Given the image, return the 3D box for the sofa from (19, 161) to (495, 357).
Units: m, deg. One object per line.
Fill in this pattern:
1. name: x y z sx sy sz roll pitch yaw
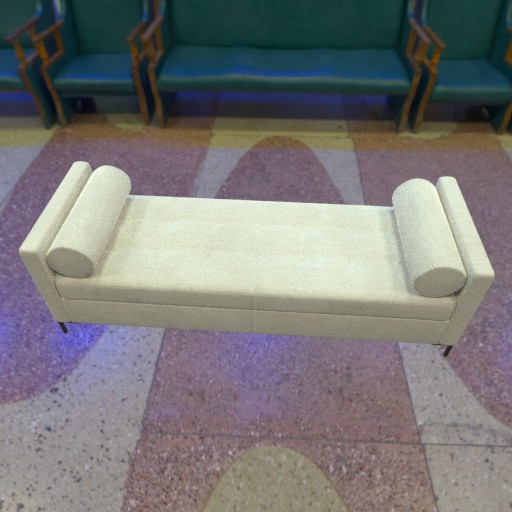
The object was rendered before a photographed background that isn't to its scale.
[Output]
1. sofa: 0.000 0.000 2.272 1.981 0.635 0.686 3 46 3
